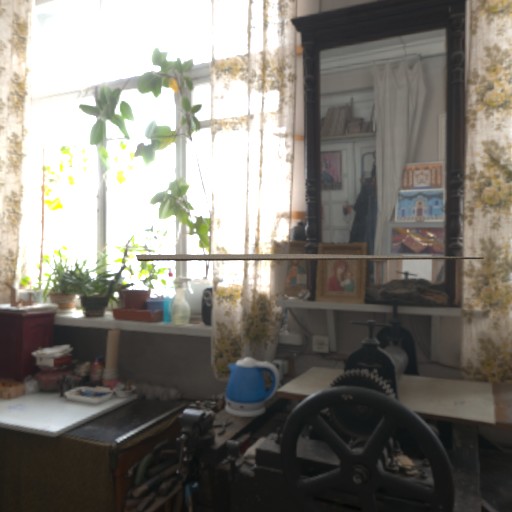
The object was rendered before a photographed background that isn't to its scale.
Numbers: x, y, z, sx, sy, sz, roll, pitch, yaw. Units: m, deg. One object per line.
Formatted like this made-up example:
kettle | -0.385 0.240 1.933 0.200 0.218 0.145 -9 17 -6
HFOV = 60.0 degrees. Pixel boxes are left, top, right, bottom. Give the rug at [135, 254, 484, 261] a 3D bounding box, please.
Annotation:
rug | 0.000 0.000 2.336 1.221 0.006 1.827 0 1 -15
